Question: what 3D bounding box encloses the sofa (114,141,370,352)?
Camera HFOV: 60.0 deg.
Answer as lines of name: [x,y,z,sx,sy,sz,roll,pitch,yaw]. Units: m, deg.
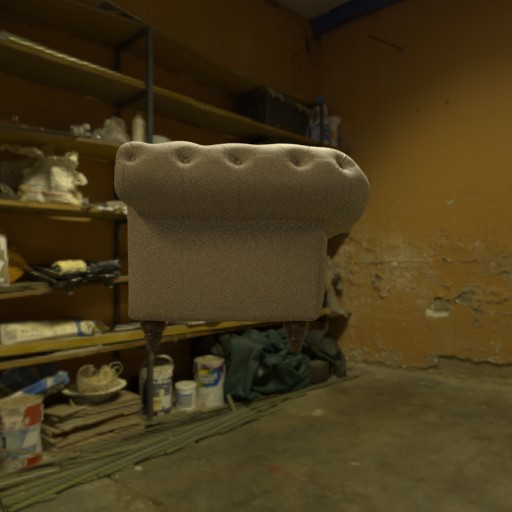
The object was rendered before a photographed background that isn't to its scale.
sofa: [0.000,0.000,2.576,1.069,0.835,1.988,0,-2,0]
